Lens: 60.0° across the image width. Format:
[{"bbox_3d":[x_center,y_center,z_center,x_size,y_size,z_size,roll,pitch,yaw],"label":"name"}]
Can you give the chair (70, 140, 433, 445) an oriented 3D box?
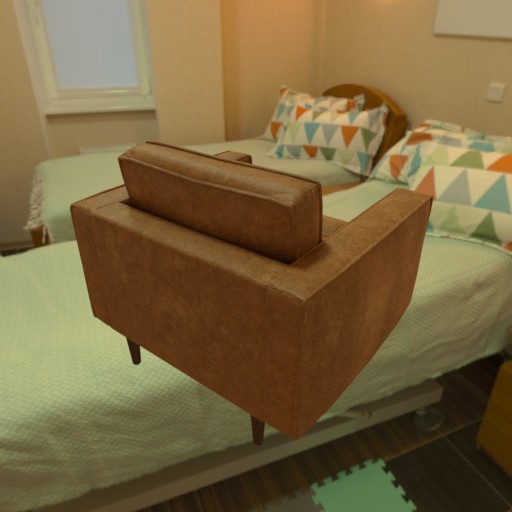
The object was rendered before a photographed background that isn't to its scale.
[{"bbox_3d":[0.000,0.000,1.515,0.928,0.767,0.798,20,35,32],"label":"chair"}]
